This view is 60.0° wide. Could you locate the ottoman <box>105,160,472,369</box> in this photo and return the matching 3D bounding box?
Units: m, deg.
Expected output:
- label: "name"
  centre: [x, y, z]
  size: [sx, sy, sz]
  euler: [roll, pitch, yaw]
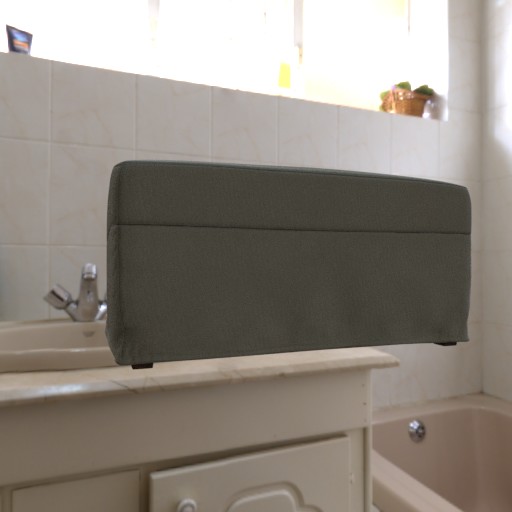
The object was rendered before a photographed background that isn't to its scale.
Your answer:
- label: "ottoman"
  centre: [0.000, 0.000, 1.310]
  size: [0.842, 0.441, 0.843]
  euler: [0, -1, -19]
